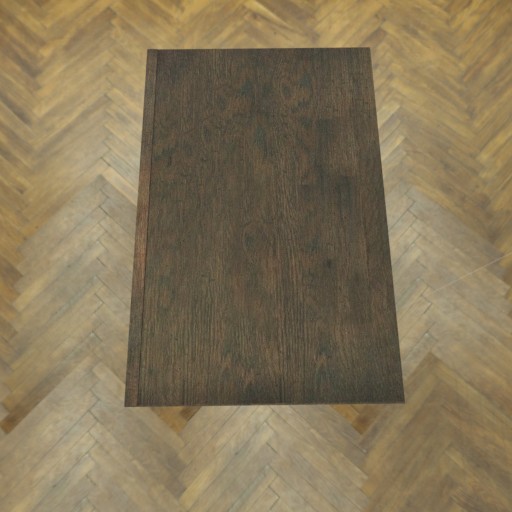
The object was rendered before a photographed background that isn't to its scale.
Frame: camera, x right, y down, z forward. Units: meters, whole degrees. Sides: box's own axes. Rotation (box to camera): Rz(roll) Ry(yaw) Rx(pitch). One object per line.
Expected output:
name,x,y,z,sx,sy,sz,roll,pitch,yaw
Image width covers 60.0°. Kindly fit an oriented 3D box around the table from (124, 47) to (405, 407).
table,0.000,0.000,1.256,0.542,0.746,0.767,-1,74,0
